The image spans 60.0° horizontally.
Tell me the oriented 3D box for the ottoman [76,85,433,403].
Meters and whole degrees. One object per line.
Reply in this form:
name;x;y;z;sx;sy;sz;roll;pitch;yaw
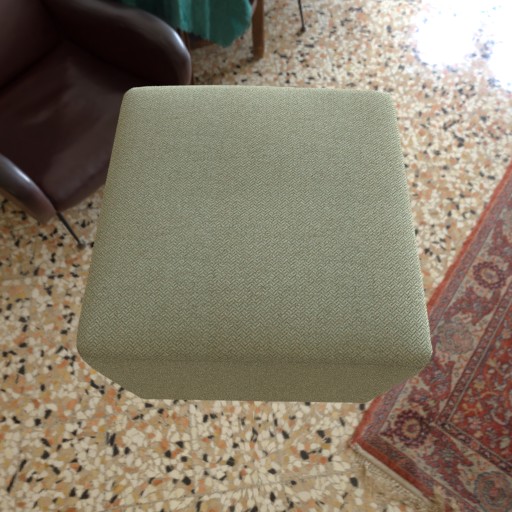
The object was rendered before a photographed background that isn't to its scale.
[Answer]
ottoman;0.000;0.000;0.891;0.512;0.453;0.521;1;64;0
